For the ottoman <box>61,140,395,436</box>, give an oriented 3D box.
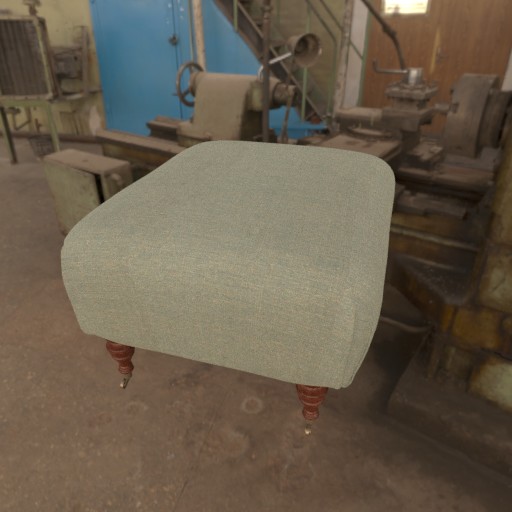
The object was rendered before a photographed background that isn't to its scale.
[{"bbox_3d":[0.000,0.000,1.118,0.622,0.450,0.747,9,31,15],"label":"ottoman"}]
